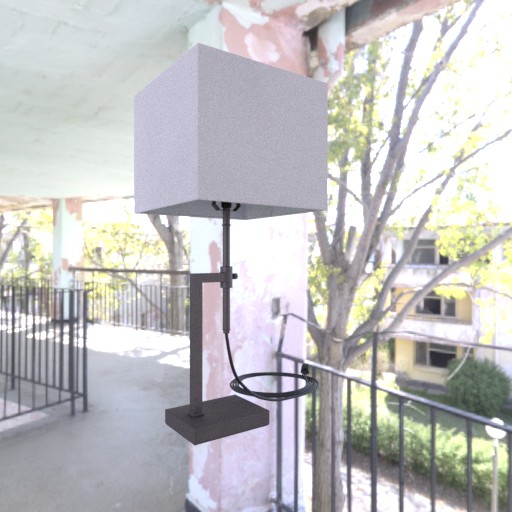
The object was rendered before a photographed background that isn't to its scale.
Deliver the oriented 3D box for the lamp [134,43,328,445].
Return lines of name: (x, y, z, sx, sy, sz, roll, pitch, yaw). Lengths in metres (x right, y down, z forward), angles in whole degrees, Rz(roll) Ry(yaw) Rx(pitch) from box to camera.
lamp: (0.000, 0.000, 0.994, 0.504, 0.660, 0.399, 0, 0, -35)
